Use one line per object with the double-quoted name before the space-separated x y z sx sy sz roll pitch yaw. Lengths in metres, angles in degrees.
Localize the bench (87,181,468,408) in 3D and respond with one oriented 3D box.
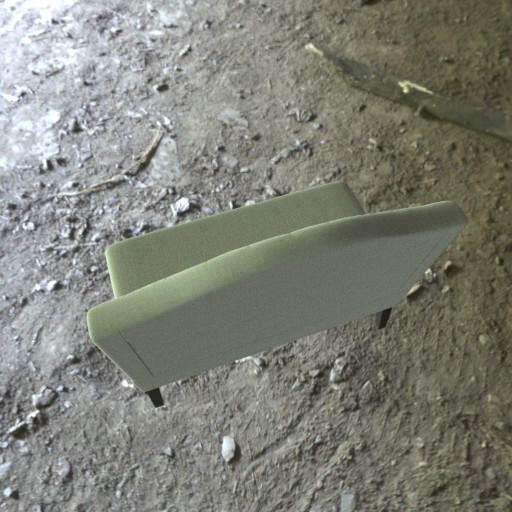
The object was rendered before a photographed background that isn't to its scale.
"bench" 0.000 0.000 2.002 1.335 1.180 0.815 -17 58 -11
